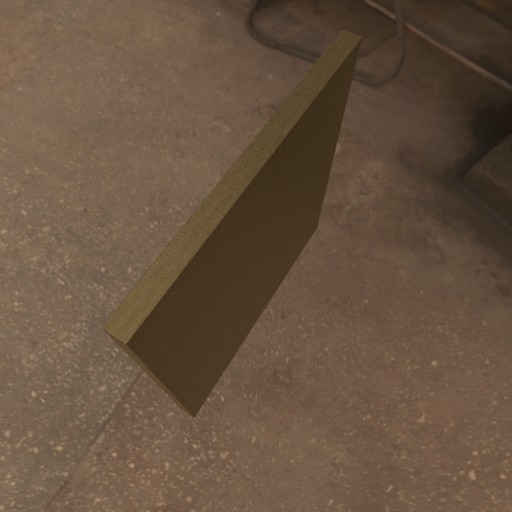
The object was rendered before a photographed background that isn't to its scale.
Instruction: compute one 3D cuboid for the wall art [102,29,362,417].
[{"bbox_3d":[0.000,0.000,0.734,0.031,0.506,0.503,29,66,14],"label":"wall art"}]
